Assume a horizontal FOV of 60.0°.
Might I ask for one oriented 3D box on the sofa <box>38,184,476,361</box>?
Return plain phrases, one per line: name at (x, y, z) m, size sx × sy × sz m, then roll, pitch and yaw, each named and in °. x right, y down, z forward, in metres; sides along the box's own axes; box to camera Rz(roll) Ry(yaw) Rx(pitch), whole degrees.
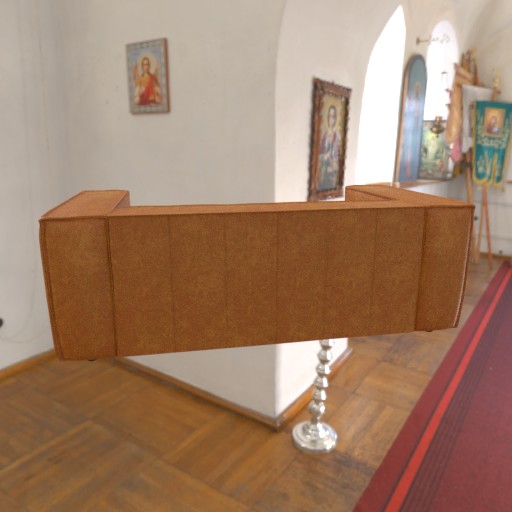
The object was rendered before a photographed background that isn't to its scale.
sofa at (0.000, 0.000, 2.582) m, size 2.088 × 0.703 × 1.102 m, roll -3°, pitch 15°, yaw -10°
